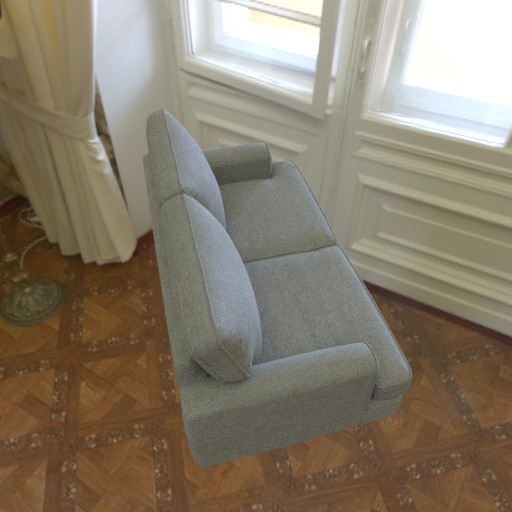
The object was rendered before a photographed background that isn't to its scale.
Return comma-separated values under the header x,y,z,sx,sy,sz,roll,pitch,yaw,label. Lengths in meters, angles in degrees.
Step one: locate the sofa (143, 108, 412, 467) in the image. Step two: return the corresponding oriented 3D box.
x,y,z,sx,sy,sz,roll,pitch,yaw,label
0.000,0.000,2.239,0.965,0.965,1.651,-11,47,-10,sofa
